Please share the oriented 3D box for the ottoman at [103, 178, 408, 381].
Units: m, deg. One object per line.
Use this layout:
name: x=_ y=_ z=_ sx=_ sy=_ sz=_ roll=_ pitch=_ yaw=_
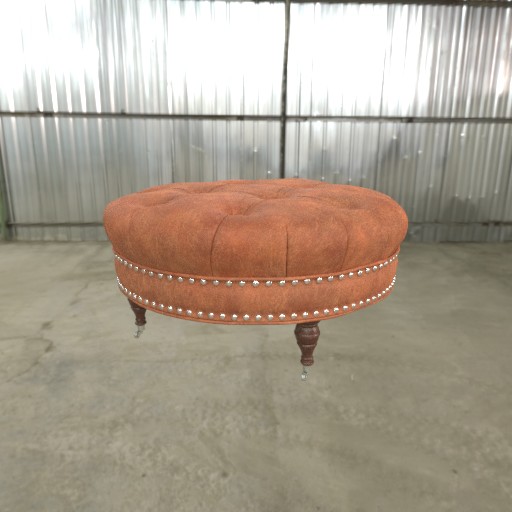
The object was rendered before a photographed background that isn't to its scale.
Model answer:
ottoman: x=0.000 y=0.000 z=1.399 sx=0.901 sy=0.444 sz=0.901 roll=0 pitch=15 yaw=0
